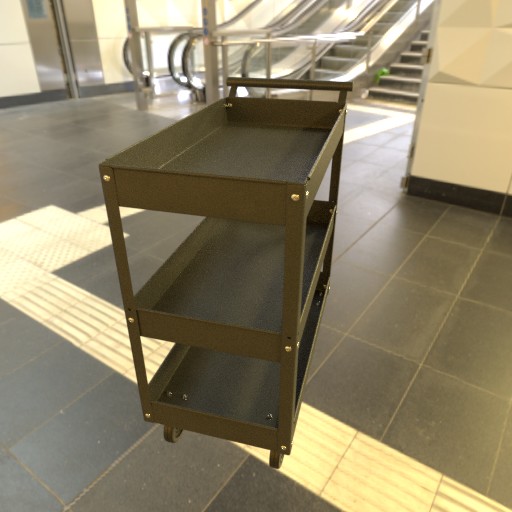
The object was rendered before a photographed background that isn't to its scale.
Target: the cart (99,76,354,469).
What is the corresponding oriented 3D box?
[{"bbox_3d":[0.000,0.000,1.161,0.366,0.780,0.719,8,30,13],"label":"cart"}]
